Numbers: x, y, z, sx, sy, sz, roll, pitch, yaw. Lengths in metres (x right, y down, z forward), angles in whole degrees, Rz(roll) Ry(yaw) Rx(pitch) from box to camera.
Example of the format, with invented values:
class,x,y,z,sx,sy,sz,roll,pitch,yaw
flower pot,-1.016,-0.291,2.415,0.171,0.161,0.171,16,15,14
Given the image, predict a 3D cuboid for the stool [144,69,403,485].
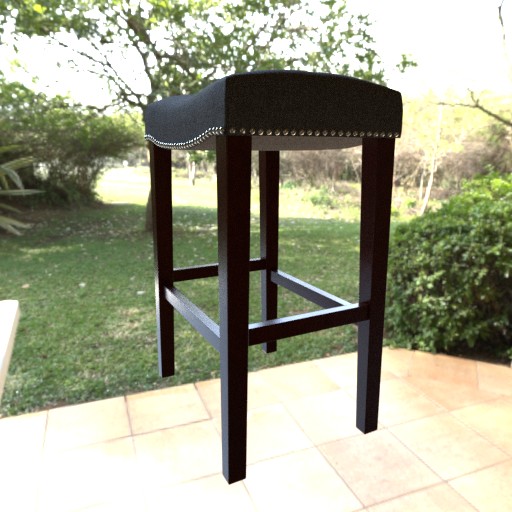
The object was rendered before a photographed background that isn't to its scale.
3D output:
class,x,y,z,sx,sy,sz,roll,pitch,yaw
stool,0.000,0.000,1.029,0.372,0.742,0.504,-7,15,-27
